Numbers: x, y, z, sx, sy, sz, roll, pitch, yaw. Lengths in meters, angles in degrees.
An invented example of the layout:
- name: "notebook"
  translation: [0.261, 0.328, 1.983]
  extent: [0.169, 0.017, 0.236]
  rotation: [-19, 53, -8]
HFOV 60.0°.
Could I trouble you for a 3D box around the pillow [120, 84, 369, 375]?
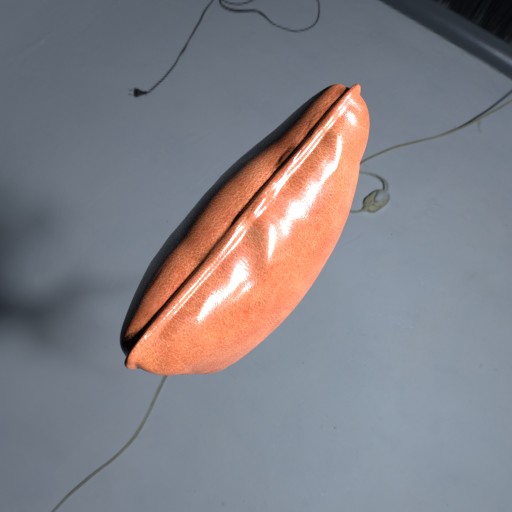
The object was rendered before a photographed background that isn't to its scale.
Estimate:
- name: "pillow"
  translation: [0.000, 0.000, 0.845]
  extent: [0.236, 0.523, 0.532]
  rotation: [38, 79, 8]
